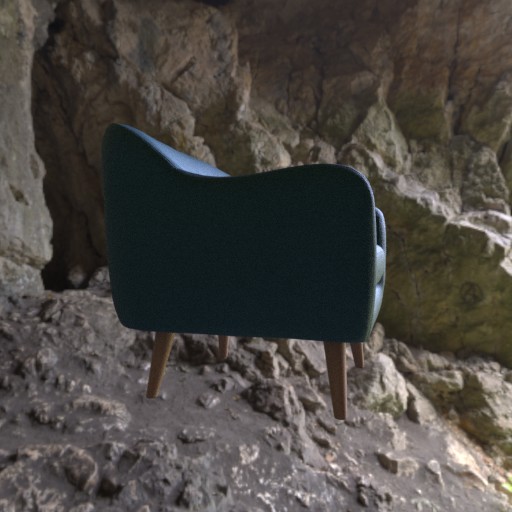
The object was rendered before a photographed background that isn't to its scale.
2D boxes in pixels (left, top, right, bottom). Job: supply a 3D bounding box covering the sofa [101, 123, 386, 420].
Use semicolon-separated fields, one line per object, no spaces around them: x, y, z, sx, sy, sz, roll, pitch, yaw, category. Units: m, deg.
0.000;0.000;1.476;0.825;0.817;0.836;0;0;18;sofa
